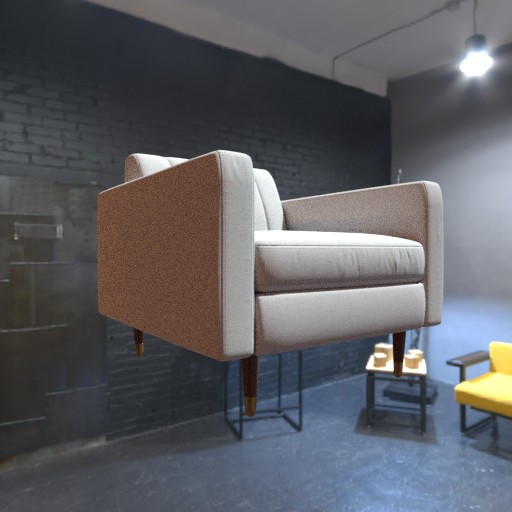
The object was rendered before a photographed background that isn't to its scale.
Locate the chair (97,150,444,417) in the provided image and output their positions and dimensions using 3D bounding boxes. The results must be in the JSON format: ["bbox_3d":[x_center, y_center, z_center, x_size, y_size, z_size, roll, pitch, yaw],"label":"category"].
[{"bbox_3d":[0.000,0.000,1.658,0.953,0.819,0.998,-1,1,-35],"label":"chair"}]
